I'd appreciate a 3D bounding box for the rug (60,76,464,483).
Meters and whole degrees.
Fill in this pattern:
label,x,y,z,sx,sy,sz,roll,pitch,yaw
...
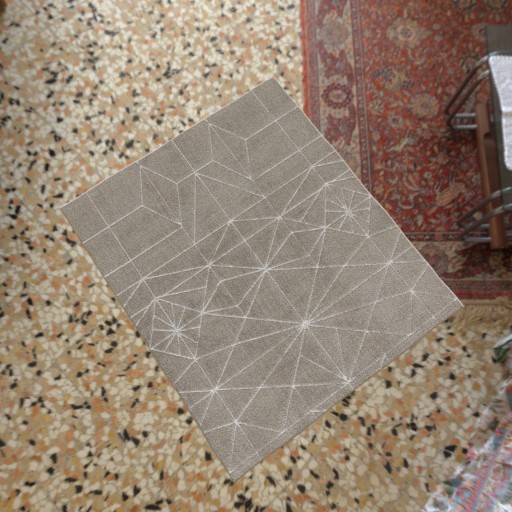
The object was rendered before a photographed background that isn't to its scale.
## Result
label,x,y,z,sx,sy,sz,roll,pitch,yaw
rug,0.000,0.000,0.892,0.548,0.006,0.639,-34,78,-8
